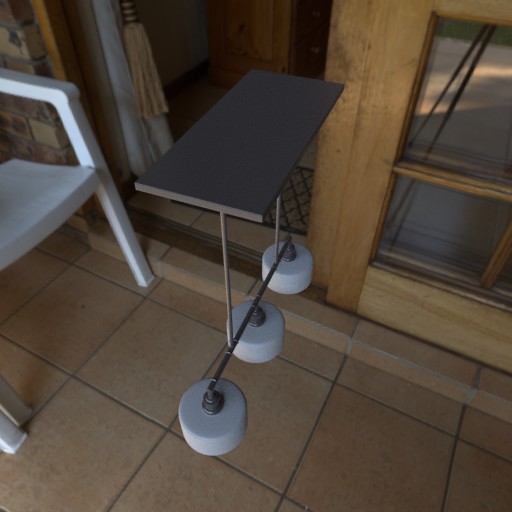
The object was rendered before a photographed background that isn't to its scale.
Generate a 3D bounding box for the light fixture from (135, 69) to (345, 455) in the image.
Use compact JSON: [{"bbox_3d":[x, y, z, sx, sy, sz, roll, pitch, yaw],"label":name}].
[{"bbox_3d":[0.000,0.000,0.869,0.177,0.557,0.582,16,47,16],"label":"light fixture"}]
